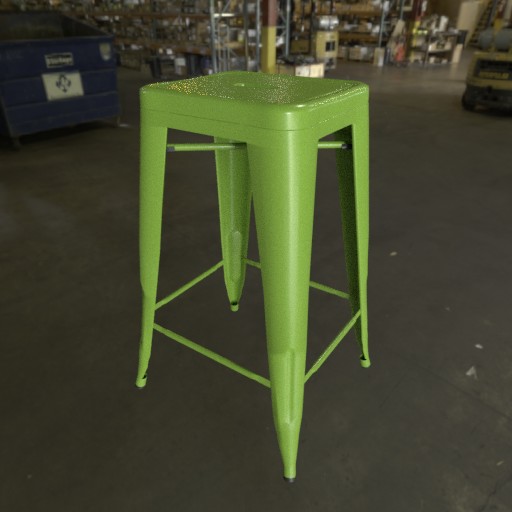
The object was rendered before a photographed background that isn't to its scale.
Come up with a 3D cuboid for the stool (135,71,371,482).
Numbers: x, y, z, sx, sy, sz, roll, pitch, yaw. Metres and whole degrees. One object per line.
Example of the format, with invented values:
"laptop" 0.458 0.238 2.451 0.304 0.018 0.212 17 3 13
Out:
"stool" 0.000 0.000 0.834 0.398 0.609 0.358 19 34 30
